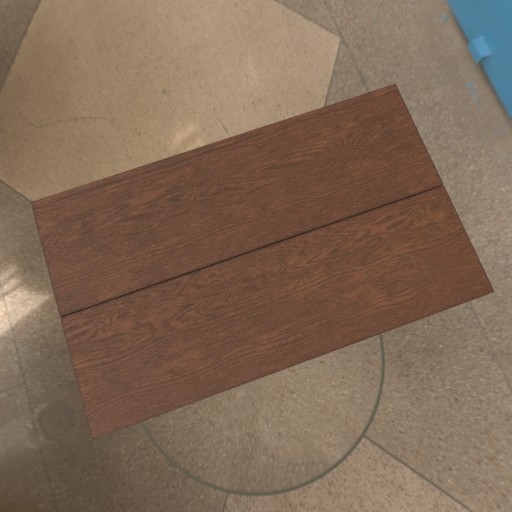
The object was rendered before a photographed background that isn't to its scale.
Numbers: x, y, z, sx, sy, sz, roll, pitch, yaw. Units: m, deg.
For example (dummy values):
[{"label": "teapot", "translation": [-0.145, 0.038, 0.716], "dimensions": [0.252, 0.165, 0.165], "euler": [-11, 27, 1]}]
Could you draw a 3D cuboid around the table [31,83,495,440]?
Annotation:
[{"label": "table", "translation": [0.000, 0.000, 1.451], "dimensions": [1.167, 0.361, 0.719], "euler": [-19, 78, -4]}]
